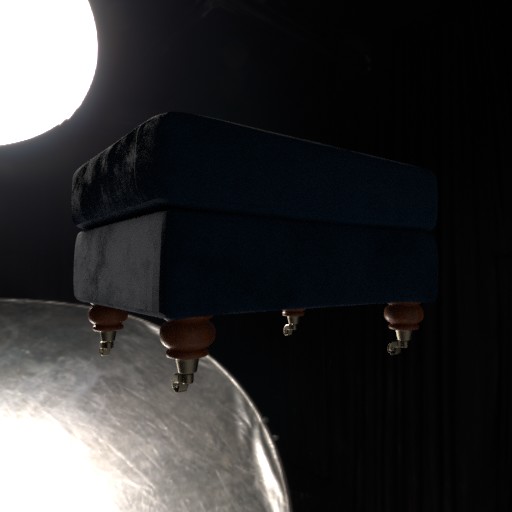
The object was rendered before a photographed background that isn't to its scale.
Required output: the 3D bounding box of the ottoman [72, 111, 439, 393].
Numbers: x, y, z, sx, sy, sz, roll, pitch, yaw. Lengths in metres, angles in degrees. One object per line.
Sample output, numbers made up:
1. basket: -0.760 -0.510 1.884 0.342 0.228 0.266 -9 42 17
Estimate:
1. ottoman: 0.000 0.000 1.110 0.773 0.503 0.572 1 -2 -36
